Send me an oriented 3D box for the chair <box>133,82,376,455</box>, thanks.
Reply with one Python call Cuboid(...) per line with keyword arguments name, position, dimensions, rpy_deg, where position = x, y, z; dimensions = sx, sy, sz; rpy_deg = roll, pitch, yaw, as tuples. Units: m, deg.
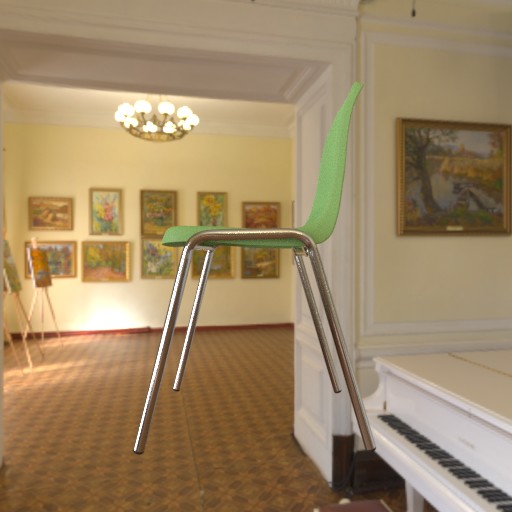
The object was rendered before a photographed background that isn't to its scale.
Cuboid(name="chair", position=(0.000, 0.000, 0.968), dimensions=(0.436, 0.704, 0.381), rpy_deg=(0, 0, 0))
